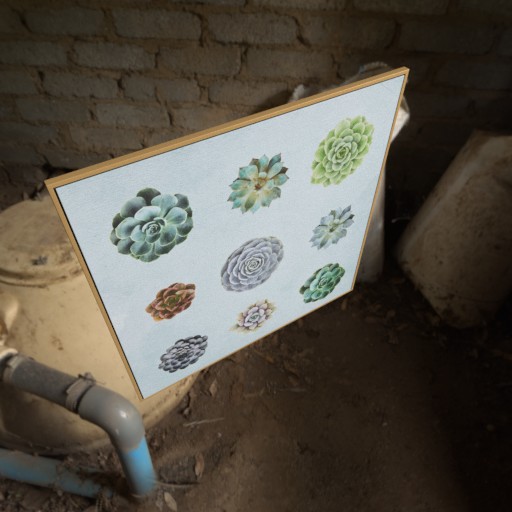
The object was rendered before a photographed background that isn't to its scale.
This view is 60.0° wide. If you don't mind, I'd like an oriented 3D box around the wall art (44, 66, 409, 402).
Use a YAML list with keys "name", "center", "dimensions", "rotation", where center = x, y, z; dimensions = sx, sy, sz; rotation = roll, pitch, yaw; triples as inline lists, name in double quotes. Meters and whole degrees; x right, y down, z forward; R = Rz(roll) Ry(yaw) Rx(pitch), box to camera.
- name: "wall art"
  center: [0.000, 0.000, 0.946]
  dimensions: [0.657, 0.655, 0.014]
  rotation: [-24, 52, -21]
